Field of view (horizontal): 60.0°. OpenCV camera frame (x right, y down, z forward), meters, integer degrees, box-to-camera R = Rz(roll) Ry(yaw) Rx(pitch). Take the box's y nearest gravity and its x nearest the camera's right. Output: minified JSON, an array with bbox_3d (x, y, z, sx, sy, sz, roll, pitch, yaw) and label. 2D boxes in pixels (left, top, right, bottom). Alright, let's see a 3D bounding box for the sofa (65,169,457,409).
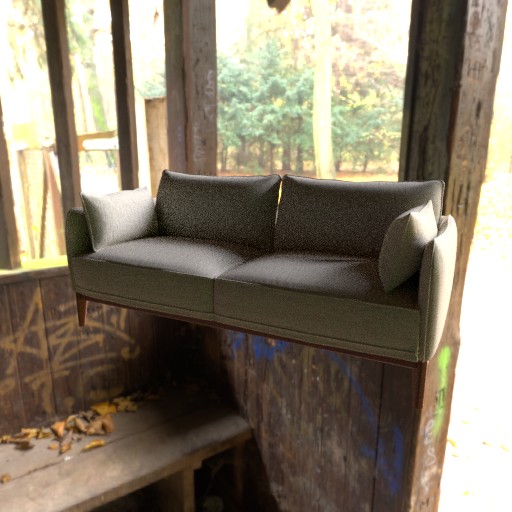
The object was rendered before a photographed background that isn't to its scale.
[{"bbox_3d":[0.000,0.000,2.445,1.989,0.860,0.991,7,16,25],"label":"sofa"}]
